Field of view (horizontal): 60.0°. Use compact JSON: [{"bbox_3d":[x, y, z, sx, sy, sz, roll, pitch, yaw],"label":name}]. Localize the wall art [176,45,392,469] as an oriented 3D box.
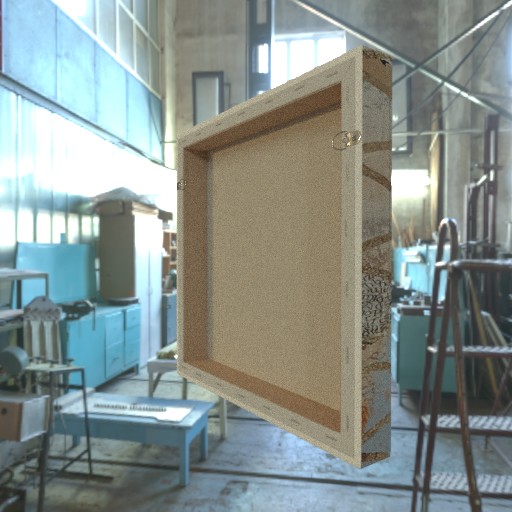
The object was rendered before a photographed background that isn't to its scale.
[{"bbox_3d":[0.000,0.000,0.447,0.036,0.304,0.303,-1,1,-35],"label":"wall art"}]
